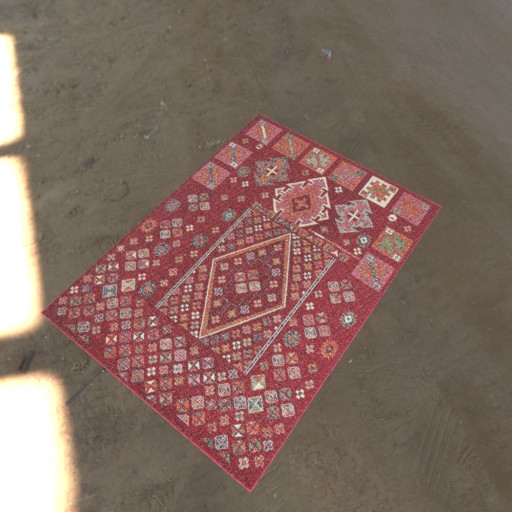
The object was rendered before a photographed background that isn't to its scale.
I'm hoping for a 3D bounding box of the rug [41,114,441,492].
[{"bbox_3d":[0.000,0.000,4.322,2.389,0.011,3.306,33,64,18],"label":"rug"}]
